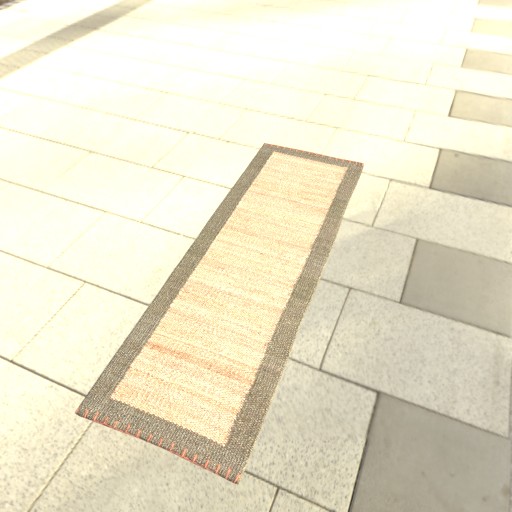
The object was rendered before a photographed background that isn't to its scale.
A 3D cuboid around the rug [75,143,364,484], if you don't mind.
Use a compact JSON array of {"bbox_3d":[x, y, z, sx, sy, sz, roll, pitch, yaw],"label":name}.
[{"bbox_3d":[0.000,0.000,2.642,0.810,0.016,2.413,16,47,15],"label":"rug"}]
